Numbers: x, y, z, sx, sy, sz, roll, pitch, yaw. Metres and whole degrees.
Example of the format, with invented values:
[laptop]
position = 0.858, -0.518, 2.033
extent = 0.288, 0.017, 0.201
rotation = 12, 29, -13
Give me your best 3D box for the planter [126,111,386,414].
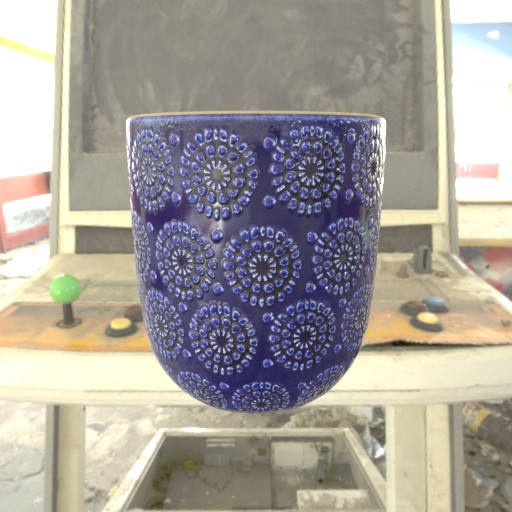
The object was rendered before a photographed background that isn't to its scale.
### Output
[planter]
position = 0.000, 0.000, 0.347
extent = 0.184, 0.206, 0.184
rotation = 0, 15, 0
